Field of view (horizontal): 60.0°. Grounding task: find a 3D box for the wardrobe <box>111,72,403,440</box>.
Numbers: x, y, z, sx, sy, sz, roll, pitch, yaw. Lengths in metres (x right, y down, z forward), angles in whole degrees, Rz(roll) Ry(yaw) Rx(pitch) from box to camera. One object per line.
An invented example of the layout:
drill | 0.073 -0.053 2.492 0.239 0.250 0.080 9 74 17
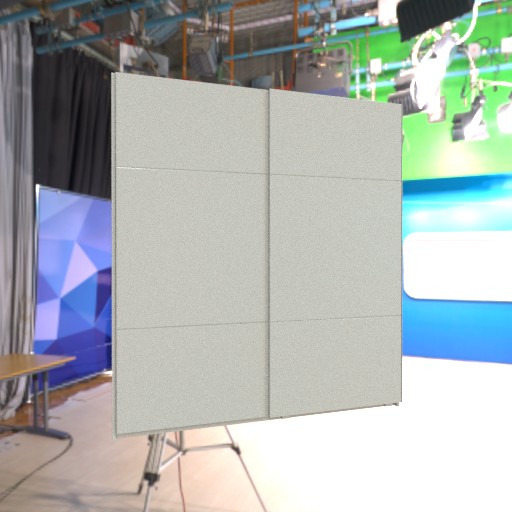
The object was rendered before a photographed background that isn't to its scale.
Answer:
wardrobe | 0.000 0.000 2.882 1.780 1.960 0.629 0 0 -18
